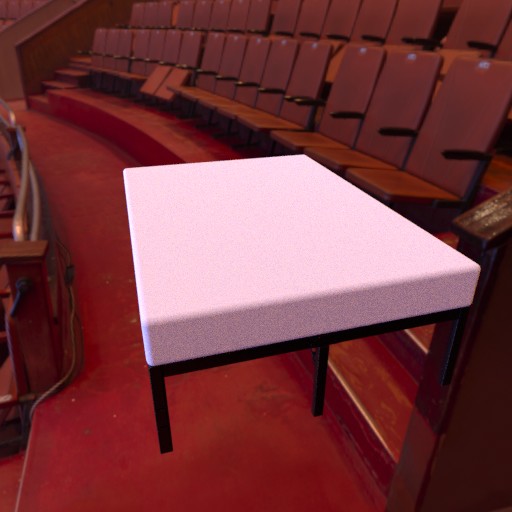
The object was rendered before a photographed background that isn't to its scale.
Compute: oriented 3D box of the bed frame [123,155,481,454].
[{"bbox_3d":[0.000,0.000,2.656,1.408,0.659,1.956,-8,28,-15],"label":"bed frame"}]
